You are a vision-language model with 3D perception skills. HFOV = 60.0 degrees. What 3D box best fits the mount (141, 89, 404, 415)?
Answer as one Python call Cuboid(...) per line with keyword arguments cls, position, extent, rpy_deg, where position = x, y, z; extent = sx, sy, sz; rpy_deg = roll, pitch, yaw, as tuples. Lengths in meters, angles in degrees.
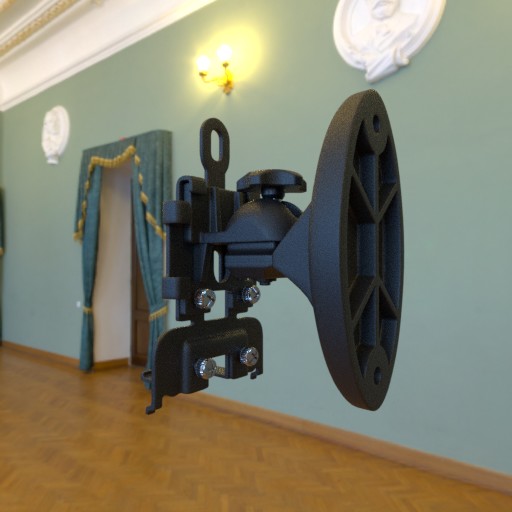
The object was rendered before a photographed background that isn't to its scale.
Cuboid(cls="mount", position=(0.000, 0.000, 0.175), extent=(0.100, 0.118, 0.066), rpy_deg=(-1, -1, 38))
